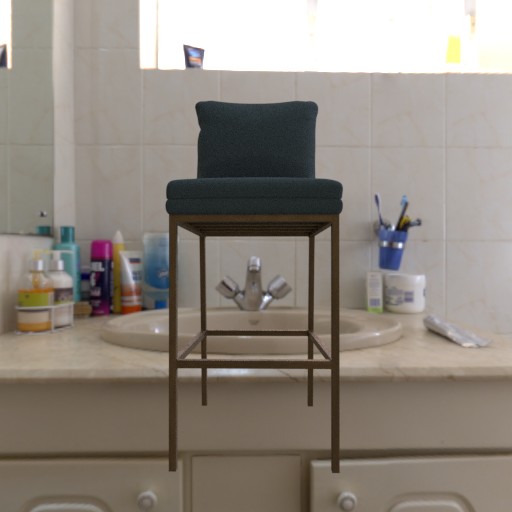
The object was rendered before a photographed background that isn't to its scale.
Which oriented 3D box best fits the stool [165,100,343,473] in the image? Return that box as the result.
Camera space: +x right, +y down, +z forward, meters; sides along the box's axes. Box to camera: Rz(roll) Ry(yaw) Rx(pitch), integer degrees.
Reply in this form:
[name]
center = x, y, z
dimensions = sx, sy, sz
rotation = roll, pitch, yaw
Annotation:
[stool]
center = 0.000, 0.000, 1.421
dimensions = 0.463, 1.124, 0.568
rotation = 0, 0, 1
